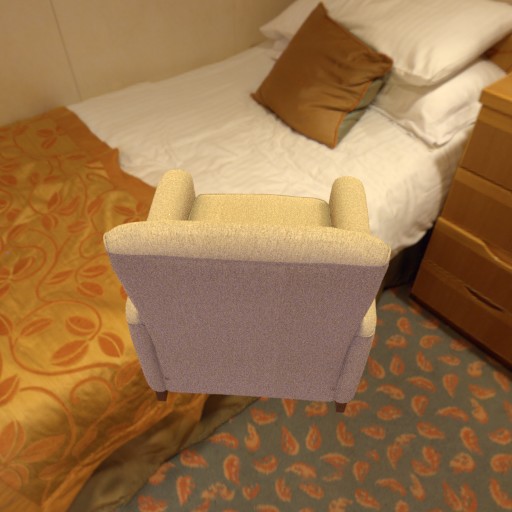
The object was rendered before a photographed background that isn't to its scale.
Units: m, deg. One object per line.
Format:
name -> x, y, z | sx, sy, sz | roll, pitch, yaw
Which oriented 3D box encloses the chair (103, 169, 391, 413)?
chair -> 0.000, 0.000, 1.646 | 0.848, 1.014, 0.864 | 3, 46, 3
